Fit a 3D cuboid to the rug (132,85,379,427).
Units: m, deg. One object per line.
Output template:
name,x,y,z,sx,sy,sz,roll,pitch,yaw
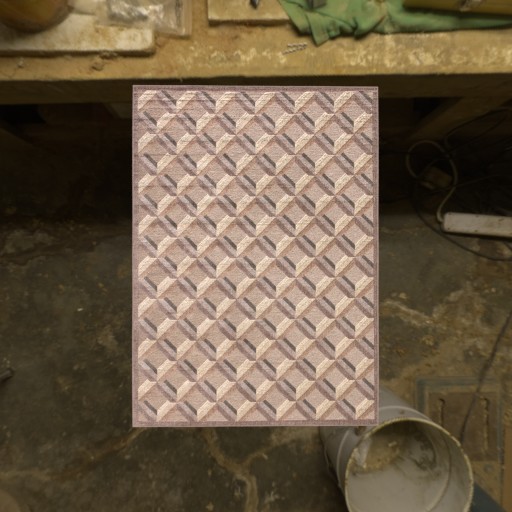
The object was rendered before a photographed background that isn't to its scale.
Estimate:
rug,0.000,0.000,4.286,2.382,0.018,3.294,0,90,-1
